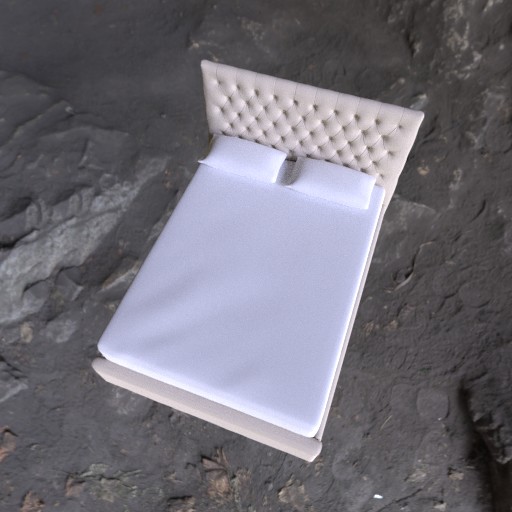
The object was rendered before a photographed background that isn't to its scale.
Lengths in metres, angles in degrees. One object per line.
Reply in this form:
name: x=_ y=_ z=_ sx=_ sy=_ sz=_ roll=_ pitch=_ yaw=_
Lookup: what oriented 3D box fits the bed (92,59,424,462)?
bed: x=0.000 y=0.000 z=3.284 sx=1.696 sy=1.426 sz=2.233 roll=18 pitch=61 yaw=10
